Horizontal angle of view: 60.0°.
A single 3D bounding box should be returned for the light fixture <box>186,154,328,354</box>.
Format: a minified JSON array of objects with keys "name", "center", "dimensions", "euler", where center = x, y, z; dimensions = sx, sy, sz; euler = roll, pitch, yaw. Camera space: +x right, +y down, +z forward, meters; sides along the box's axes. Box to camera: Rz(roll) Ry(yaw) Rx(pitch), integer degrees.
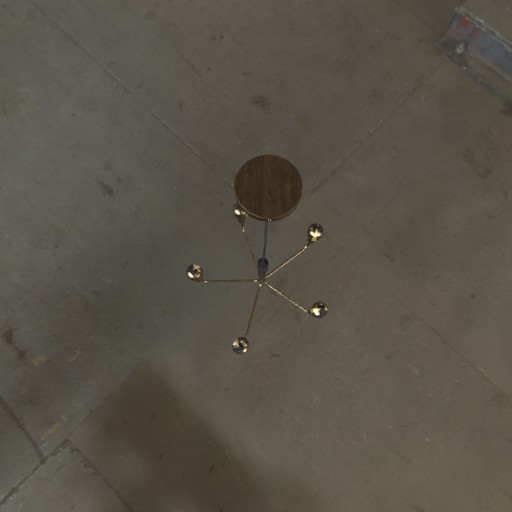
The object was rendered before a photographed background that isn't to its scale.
[{"name":"light fixture","center":[0.000,0.000,1.384],"dimensions":[0.532,1.059,0.588],"euler":[-1,77,0]}]
